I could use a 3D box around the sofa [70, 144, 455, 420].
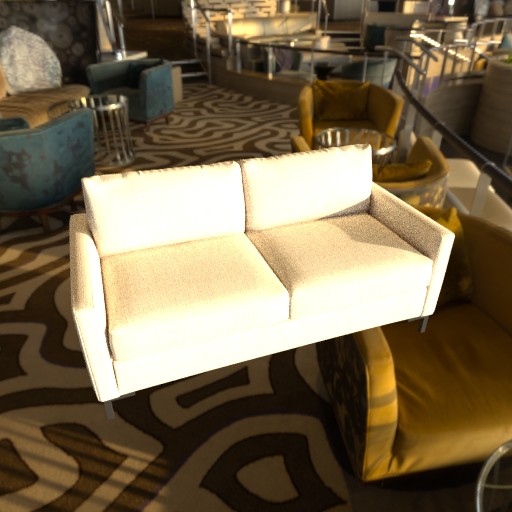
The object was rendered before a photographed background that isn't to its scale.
[{"bbox_3d":[0.000,0.000,2.143,1.651,0.812,0.839,-11,33,-17],"label":"sofa"}]
